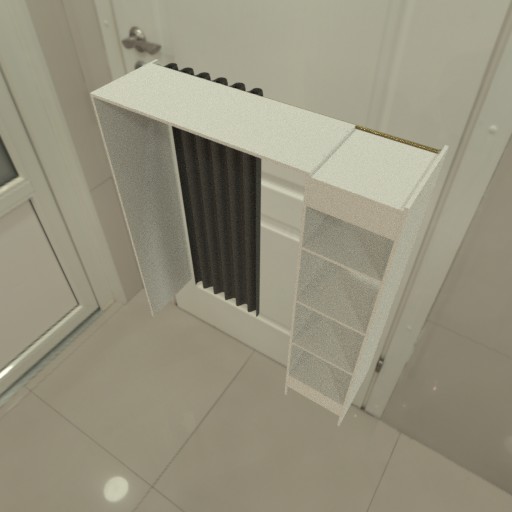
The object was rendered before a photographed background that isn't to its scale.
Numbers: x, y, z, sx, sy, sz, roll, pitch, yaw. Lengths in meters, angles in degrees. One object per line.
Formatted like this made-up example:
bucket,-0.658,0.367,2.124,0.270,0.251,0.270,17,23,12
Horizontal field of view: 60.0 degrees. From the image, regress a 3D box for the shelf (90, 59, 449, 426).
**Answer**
shelf,0.000,0.000,2.642,1.600,1.810,0.500,25,51,22
